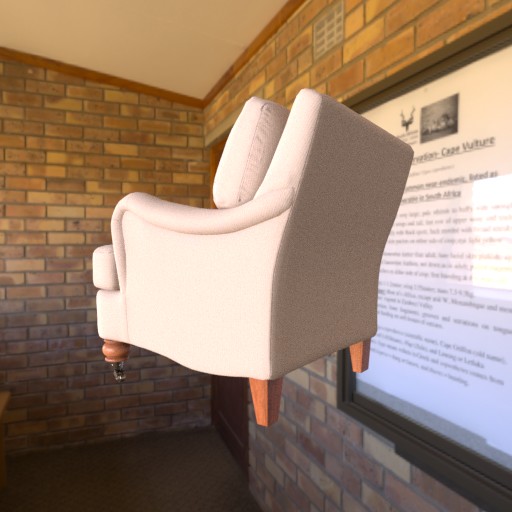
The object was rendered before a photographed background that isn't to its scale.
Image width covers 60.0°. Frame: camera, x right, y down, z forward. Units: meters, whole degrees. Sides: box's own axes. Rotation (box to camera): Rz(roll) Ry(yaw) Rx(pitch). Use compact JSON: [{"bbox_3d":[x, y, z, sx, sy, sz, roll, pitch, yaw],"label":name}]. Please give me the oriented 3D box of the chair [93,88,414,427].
[{"bbox_3d":[0.000,0.000,1.875,1.070,1.038,0.955,1,1,36],"label":"chair"}]
